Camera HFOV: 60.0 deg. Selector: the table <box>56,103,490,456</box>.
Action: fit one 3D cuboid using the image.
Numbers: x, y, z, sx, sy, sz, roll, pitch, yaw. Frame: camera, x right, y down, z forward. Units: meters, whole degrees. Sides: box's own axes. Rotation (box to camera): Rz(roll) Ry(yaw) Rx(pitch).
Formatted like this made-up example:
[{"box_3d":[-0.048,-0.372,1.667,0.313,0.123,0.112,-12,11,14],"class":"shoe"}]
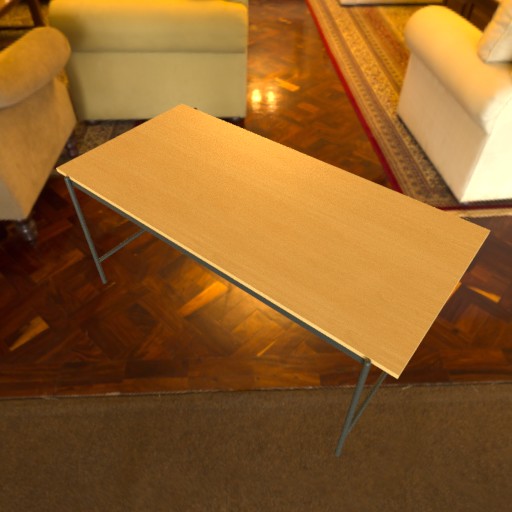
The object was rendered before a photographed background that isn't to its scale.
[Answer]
[{"box_3d":[0.000,0.000,2.262,1.800,0.758,0.900,29,52,26],"class":"table"}]
